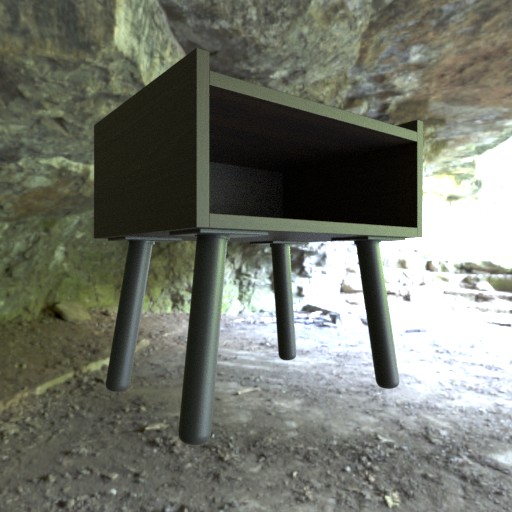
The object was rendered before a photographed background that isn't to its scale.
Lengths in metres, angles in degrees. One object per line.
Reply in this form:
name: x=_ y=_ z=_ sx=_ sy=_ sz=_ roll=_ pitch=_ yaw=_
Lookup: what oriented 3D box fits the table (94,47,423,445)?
table: x=0.000 y=0.000 z=0.784 sx=0.450 sy=0.470 sz=0.370 roll=0 pitch=0 yaw=-37
